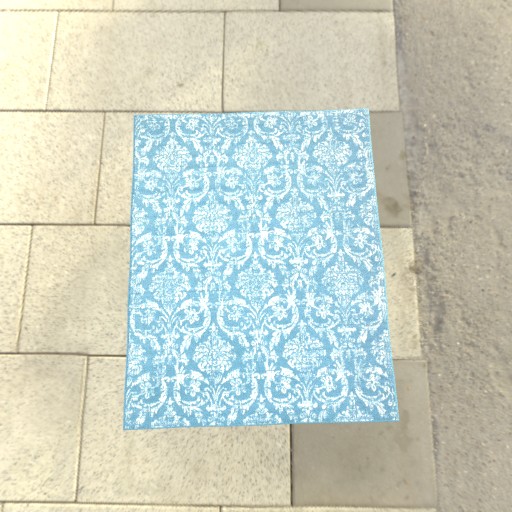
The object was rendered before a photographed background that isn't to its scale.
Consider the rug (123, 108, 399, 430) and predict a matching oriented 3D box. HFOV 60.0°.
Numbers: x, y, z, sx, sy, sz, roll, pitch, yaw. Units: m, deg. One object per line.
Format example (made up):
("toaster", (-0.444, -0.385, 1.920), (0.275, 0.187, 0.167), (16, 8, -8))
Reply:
("rug", (0.000, 0.000, 4.124), (2.363, 0.012, 2.980), (-2, 77, 0))
